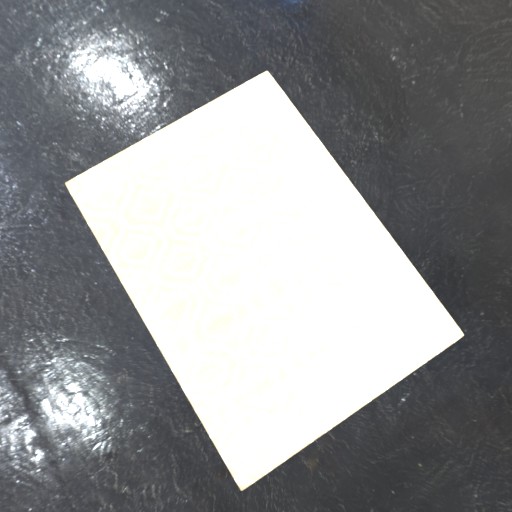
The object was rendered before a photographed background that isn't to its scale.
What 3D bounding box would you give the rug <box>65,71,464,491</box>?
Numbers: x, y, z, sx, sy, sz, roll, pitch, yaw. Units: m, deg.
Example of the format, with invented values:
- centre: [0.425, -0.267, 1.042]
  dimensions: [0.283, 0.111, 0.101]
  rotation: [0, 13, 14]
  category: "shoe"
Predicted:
- centre: [0.000, 0.000, 4.278]
  dimensions: [2.438, 0.010, 3.353]
  rotation: [-32, 78, -8]
  category: "rug"
